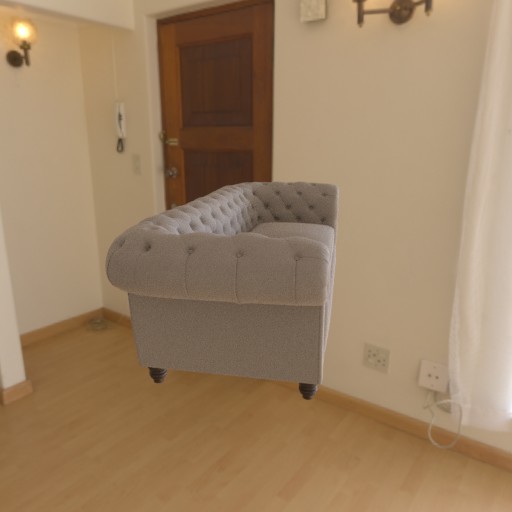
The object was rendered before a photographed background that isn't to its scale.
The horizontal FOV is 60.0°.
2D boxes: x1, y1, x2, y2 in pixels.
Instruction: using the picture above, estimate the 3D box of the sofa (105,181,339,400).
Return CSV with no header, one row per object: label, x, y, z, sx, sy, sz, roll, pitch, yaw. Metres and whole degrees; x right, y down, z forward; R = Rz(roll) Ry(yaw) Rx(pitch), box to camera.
sofa,0.000,0.000,2.826,0.991,0.749,2.411,3,15,11
